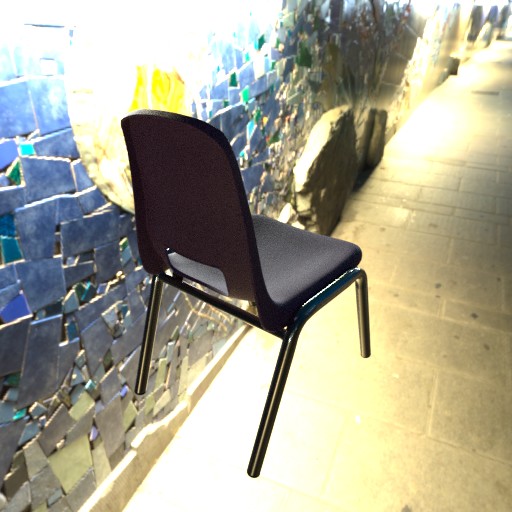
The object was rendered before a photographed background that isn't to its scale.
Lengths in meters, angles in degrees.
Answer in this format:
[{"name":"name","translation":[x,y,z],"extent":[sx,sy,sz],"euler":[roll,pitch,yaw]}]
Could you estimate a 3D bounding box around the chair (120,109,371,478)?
[{"name":"chair","translation":[0.000,0.000,0.840],"extent":[0.356,0.584,0.419],"euler":[21,35,33]}]
